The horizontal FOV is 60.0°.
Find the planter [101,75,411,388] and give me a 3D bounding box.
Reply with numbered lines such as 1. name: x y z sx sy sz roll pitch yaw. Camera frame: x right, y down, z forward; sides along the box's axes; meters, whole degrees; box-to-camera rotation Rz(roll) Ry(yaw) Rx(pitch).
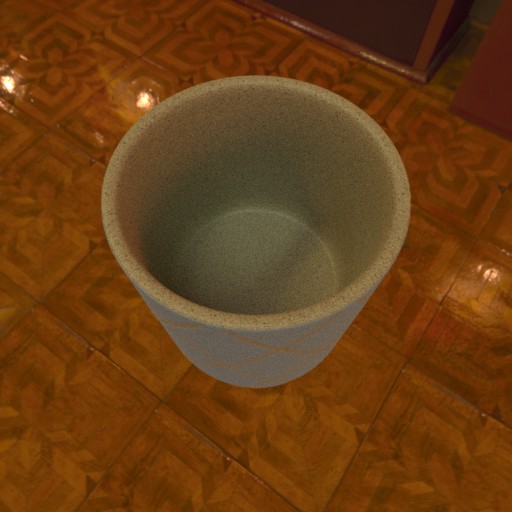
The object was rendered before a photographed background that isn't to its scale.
1. planter: 0.000 0.000 0.363 0.191 0.200 0.191 0 63 0
